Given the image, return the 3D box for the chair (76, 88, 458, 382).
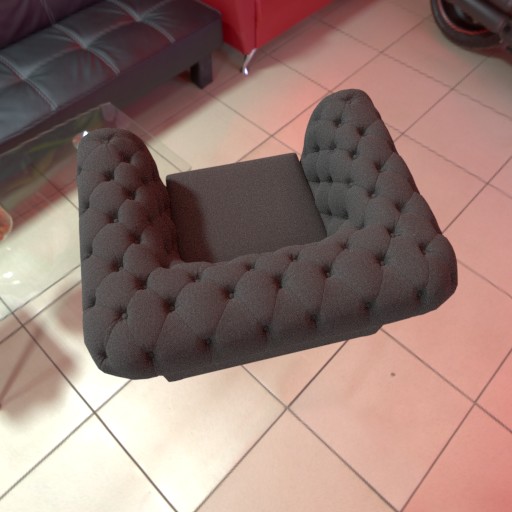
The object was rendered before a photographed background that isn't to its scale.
[{"bbox_3d":[0.000,0.000,1.844,1.270,0.770,0.976,-12,59,-7],"label":"chair"}]
